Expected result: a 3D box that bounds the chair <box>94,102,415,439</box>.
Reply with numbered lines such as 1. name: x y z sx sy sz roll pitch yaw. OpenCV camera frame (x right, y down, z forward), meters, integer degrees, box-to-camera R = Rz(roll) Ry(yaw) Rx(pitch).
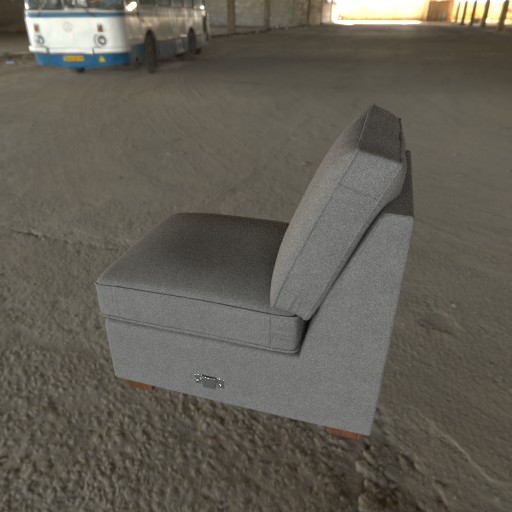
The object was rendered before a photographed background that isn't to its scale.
1. chair: 0.000 0.000 1.541 0.938 0.970 0.621 8 30 14
